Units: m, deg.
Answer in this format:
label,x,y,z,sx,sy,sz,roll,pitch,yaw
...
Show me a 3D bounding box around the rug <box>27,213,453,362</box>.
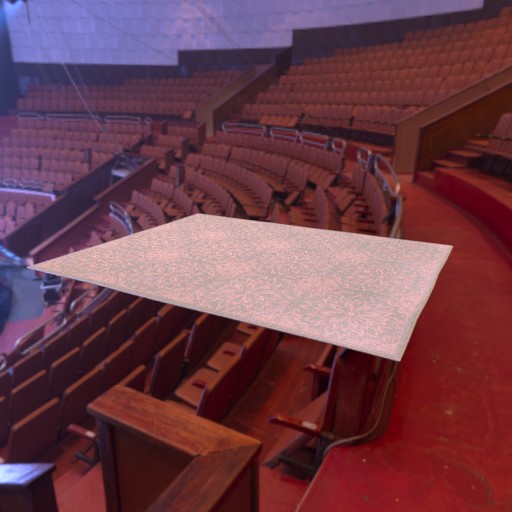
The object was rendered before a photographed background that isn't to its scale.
label,x,y,z,sx,sy,sz,roll,pitch,yaw
rug,0.000,0.000,3.917,2.980,0.012,2.363,10,20,28
